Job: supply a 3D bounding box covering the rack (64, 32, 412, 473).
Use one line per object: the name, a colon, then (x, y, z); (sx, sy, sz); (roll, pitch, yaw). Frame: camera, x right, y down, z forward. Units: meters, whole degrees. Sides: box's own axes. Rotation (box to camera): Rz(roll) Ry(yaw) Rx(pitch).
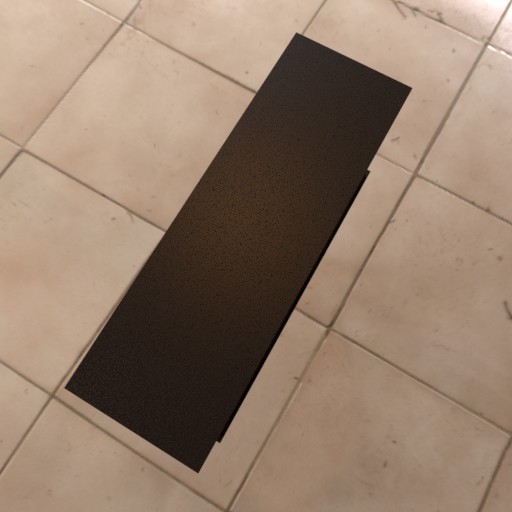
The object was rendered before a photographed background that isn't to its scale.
rack: (0.000, 0.000, 1.482); (0.399, 0.635, 1.206); (29, 78, 7)
